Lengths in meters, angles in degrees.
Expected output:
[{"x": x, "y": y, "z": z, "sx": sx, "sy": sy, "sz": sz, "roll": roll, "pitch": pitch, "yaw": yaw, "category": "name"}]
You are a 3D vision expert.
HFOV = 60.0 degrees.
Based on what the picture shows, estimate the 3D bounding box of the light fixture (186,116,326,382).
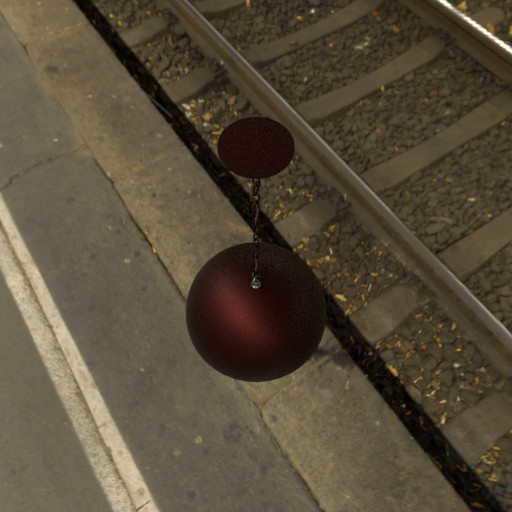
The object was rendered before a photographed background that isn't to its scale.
[{"x": 0.000, "y": 0.000, "z": 1.178, "sx": 0.492, "sy": 0.869, "sz": 0.492, "roll": 31, "pitch": 67, "yaw": 15, "category": "light fixture"}]
